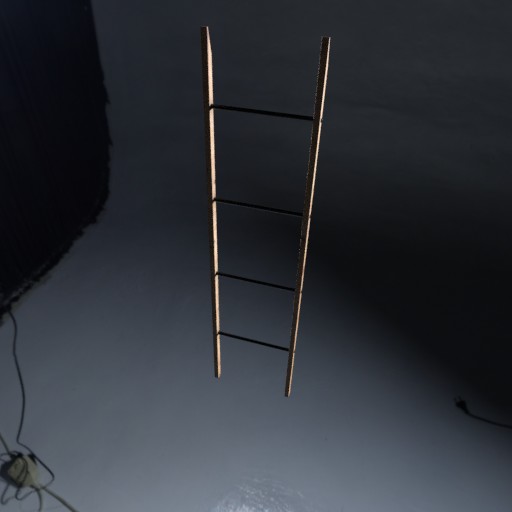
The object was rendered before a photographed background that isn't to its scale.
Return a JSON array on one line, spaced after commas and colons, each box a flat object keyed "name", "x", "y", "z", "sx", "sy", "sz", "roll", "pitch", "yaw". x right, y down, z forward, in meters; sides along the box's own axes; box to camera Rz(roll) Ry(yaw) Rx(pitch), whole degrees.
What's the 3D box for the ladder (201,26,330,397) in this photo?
[{"name": "ladder", "x": 0.000, "y": 0.000, "z": 1.977, "sx": 0.442, "sy": 1.805, "sz": 0.200, "roll": 12, "pitch": 43, "yaw": 13}]
